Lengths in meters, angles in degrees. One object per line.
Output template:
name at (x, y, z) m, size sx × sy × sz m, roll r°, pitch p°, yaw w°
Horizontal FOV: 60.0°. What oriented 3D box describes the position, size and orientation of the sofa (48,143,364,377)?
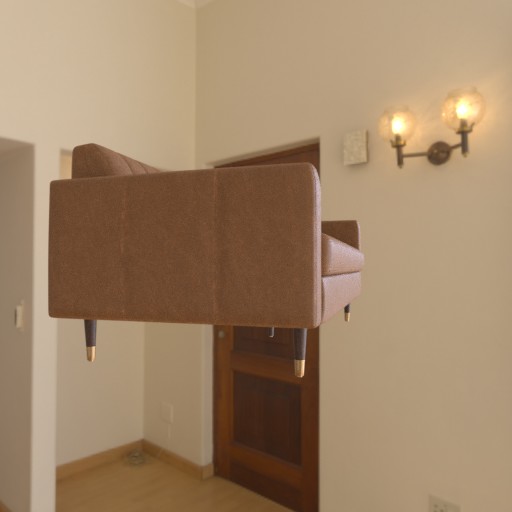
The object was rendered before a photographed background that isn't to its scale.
sofa at (0.000, 0.000, 2.283) m, size 0.993 × 0.821 × 1.847 m, roll 0°, pitch -1°, yaw 17°
